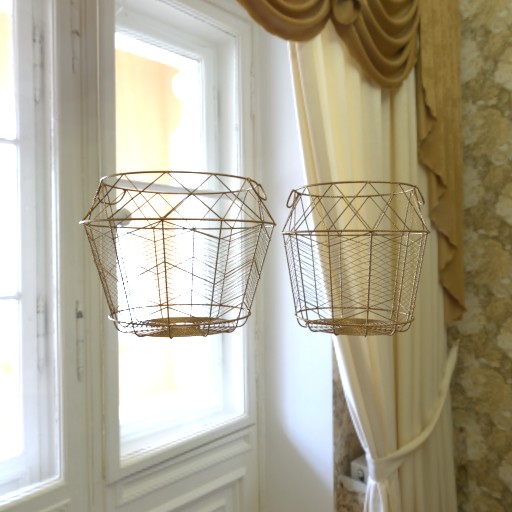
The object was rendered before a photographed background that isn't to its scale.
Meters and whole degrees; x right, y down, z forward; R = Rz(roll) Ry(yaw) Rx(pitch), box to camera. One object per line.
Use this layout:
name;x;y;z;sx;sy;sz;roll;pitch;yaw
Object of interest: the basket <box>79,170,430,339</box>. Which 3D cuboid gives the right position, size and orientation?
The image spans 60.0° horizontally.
basket;0.000;0.000;1.056;0.805;0.343;0.451;0;1;0
